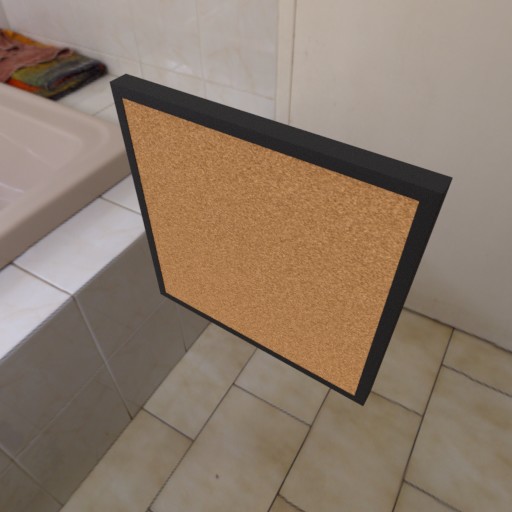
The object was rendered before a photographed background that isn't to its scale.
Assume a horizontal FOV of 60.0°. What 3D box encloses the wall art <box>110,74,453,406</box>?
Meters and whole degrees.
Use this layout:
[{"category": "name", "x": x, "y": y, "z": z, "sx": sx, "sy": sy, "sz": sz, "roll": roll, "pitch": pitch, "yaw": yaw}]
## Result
[{"category": "wall art", "x": 0.000, "y": 0.000, "z": 0.765, "sx": 0.506, "sy": 0.503, "sz": 0.036, "roll": 25, "pitch": 51, "yaw": 22}]
